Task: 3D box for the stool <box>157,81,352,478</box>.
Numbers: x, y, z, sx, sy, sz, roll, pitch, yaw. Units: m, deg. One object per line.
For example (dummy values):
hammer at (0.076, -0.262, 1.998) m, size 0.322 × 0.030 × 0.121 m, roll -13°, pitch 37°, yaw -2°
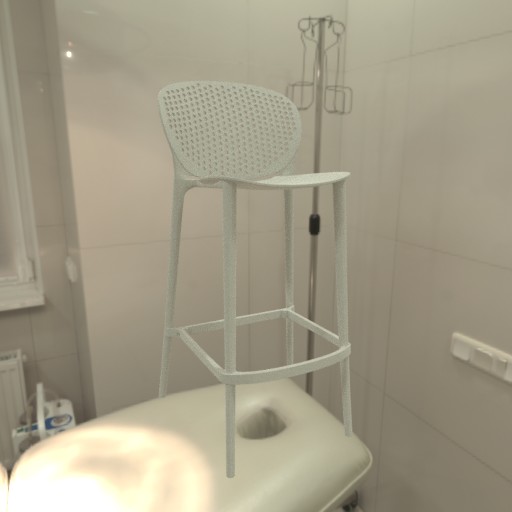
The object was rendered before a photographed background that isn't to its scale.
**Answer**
stool at (0.000, 0.000, 1.333) m, size 0.536 × 1.045 × 0.535 m, roll -7°, pitch 15°, yaw -25°
